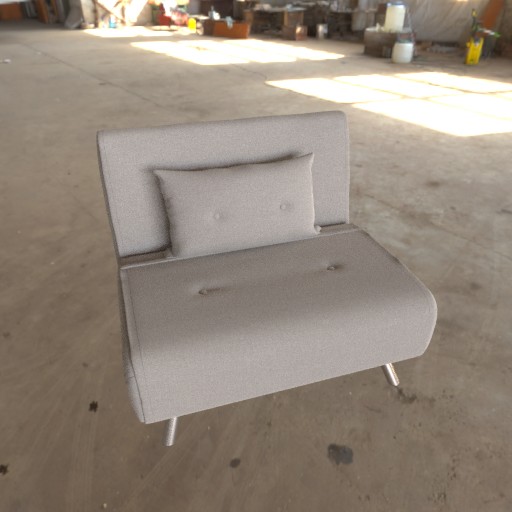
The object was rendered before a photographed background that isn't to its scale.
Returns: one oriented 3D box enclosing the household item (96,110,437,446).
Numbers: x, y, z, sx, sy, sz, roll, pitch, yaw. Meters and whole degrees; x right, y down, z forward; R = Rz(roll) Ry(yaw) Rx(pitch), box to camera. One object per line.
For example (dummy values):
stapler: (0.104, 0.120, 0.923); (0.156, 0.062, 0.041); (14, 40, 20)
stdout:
household item: (0.000, 0.000, 1.619); (1.000, 0.800, 0.874); (-9, 34, -15)
